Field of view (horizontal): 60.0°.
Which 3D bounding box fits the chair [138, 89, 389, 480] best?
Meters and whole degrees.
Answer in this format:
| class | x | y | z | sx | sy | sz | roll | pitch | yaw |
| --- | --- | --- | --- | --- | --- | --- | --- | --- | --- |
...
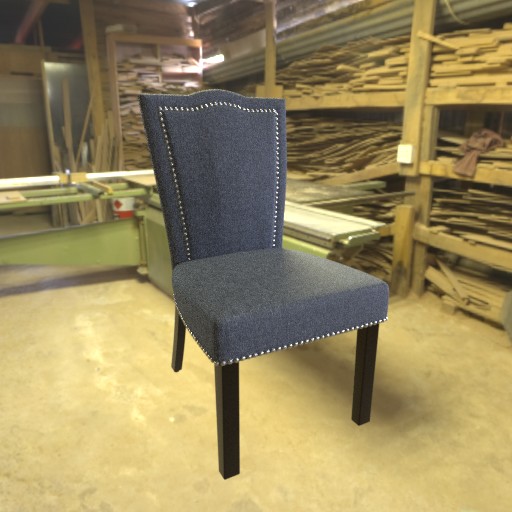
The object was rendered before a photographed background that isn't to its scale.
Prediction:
| class | x | y | z | sx | sy | sz | roll | pitch | yaw |
| --- | --- | --- | --- | --- | --- | --- | --- | --- | --- |
| chair | 0.000 | 0.000 | 1.293 | 0.518 | 0.946 | 0.589 | -9 | 18 | -27 |
